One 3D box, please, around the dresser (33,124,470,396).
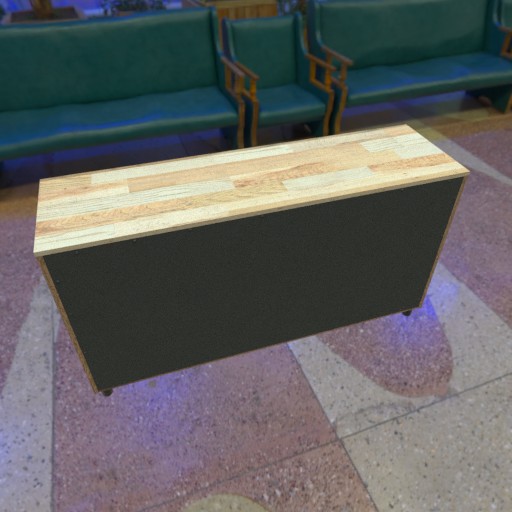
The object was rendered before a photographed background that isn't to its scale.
[{"bbox_3d":[0.000,0.000,1.944,1.547,0.834,0.487,-12,42,-13],"label":"dresser"}]
